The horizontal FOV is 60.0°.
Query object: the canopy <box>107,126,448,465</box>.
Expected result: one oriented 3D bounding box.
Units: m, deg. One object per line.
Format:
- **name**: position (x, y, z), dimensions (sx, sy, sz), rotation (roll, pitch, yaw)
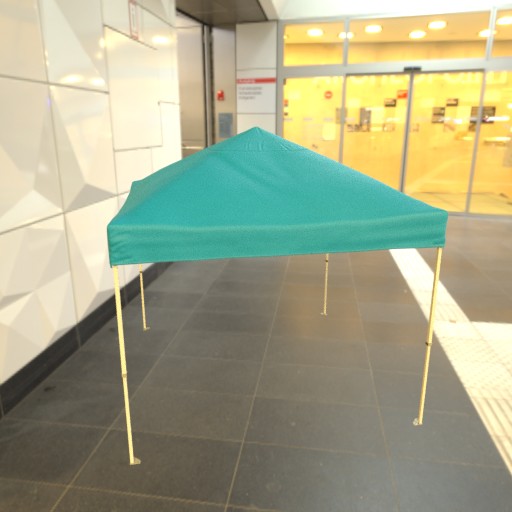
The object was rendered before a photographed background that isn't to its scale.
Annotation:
- **canopy**: position (0.000, 0.000, 5.341), dimensions (2.996, 2.997, 2.998), rotation (-3, 16, -11)
